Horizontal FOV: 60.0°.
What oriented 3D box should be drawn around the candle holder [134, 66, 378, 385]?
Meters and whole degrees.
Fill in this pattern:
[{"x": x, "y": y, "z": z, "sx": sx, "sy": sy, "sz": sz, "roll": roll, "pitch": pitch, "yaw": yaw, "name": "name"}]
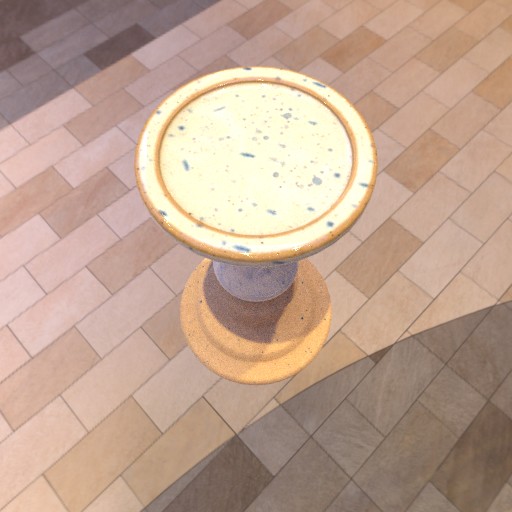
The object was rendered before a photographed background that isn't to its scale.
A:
[{"x": 0.000, "y": 0.000, "z": 0.277, "sx": 0.123, "sy": 0.202, "sz": 0.123, "roll": 0, "pitch": 63, "yaw": 0, "name": "candle holder"}]
